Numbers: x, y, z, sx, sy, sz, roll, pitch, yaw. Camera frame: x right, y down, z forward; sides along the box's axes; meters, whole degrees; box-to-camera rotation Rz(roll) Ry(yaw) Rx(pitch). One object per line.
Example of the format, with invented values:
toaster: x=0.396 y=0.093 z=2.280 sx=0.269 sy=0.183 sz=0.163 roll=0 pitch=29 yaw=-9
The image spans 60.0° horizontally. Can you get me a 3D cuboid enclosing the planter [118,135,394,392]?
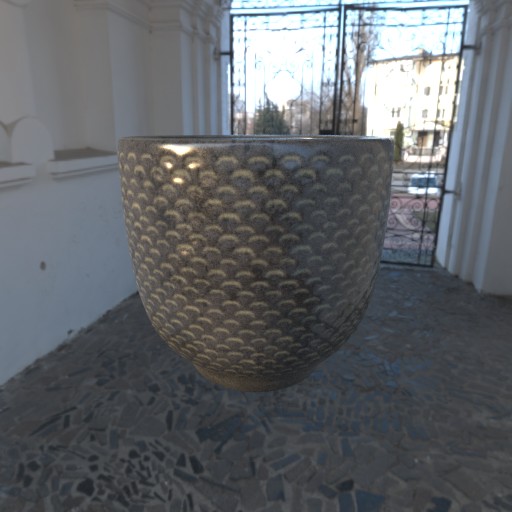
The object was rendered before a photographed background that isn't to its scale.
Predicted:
planter: x=0.000 y=0.000 z=0.307 sx=0.172 sy=0.160 sz=0.172 roll=0 pitch=16 yaw=0
